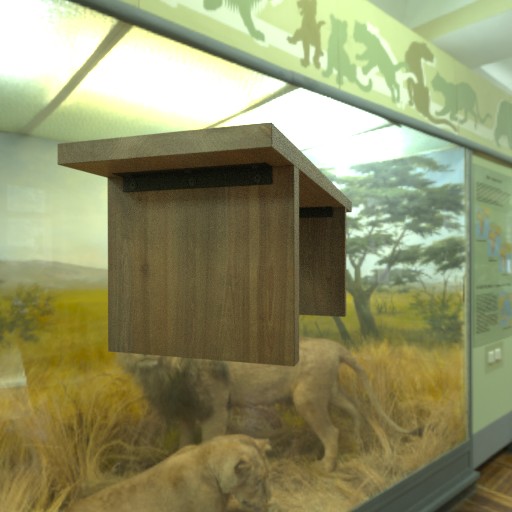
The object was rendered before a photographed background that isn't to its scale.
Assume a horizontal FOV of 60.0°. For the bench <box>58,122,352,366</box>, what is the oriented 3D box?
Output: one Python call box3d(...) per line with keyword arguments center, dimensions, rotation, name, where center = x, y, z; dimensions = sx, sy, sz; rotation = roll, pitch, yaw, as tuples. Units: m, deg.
box3d(center=(0.000, 0.000, 1.393), dimensions=(0.458, 0.458, 1.183), rotation=(0, 0, 19), name="bench")
